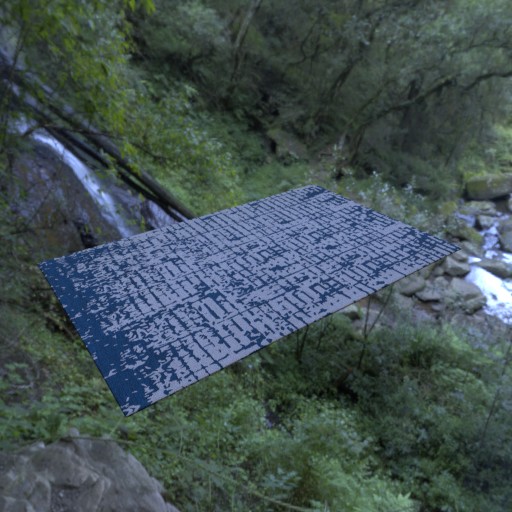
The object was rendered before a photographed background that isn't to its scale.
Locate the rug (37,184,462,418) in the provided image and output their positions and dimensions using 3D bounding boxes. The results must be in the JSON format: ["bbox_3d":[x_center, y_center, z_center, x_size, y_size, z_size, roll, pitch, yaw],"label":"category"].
[{"bbox_3d":[0.000,0.000,2.982,2.435,0.011,1.517,-20,36,-31],"label":"rug"}]
